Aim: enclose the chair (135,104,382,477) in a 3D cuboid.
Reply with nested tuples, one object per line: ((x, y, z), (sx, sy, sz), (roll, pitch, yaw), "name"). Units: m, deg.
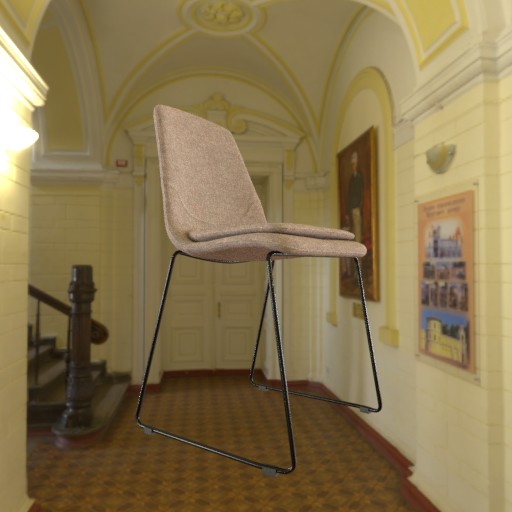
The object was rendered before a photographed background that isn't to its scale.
((0.000, 0.000, 1.173), (0.518, 0.858, 0.479), (-1, -1, 37), "chair")
